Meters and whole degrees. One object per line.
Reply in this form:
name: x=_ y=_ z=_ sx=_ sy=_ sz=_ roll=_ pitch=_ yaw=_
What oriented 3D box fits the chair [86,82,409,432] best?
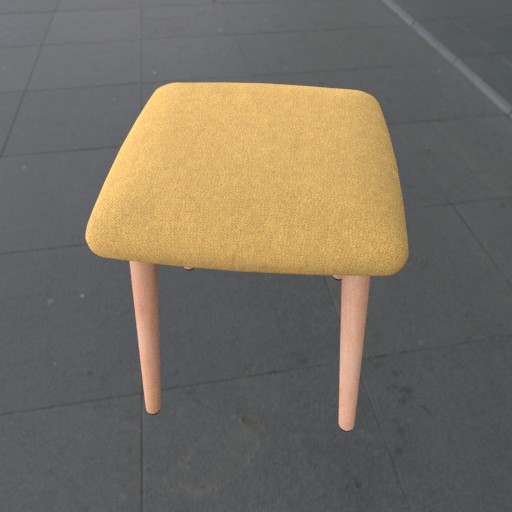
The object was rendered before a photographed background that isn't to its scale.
chair: x=0.000 y=0.000 z=0.686 sx=0.350 sy=0.440 sz=0.350 roll=4 pitch=47 yaw=3
